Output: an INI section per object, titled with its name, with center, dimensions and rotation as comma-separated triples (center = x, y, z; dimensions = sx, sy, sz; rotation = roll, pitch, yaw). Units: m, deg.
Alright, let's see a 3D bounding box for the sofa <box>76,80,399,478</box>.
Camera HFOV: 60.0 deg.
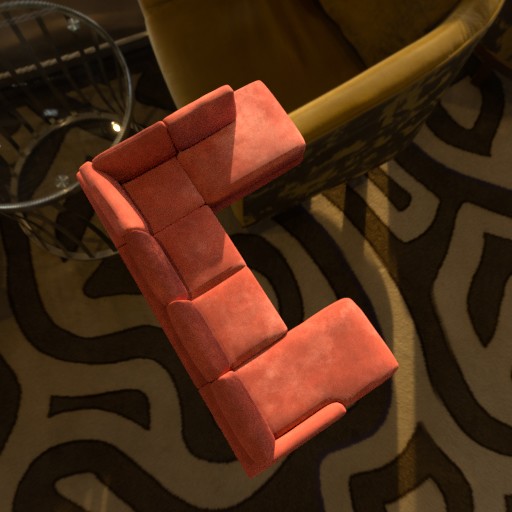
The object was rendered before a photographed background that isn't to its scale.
[sofa]
center = 0.000, 0.000, 3.912
dimensions = 1.981, 0.858, 2.971
rotation = -32, 78, -7
